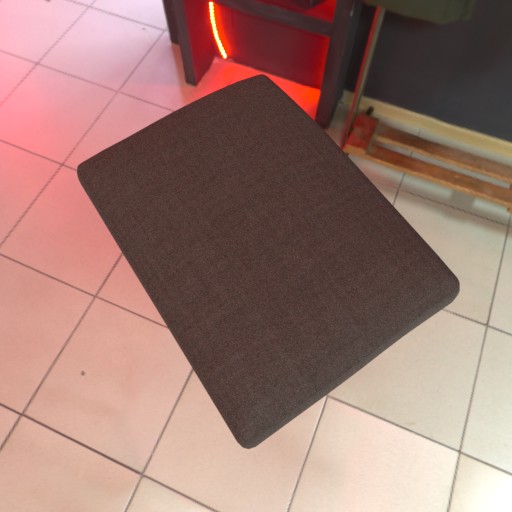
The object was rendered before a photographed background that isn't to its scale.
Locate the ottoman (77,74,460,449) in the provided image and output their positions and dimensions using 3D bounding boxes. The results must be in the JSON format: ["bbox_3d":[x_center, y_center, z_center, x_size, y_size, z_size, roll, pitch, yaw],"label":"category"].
[{"bbox_3d":[0.000,0.000,1.220,0.599,0.555,0.809,-31,68,-14],"label":"ottoman"}]
